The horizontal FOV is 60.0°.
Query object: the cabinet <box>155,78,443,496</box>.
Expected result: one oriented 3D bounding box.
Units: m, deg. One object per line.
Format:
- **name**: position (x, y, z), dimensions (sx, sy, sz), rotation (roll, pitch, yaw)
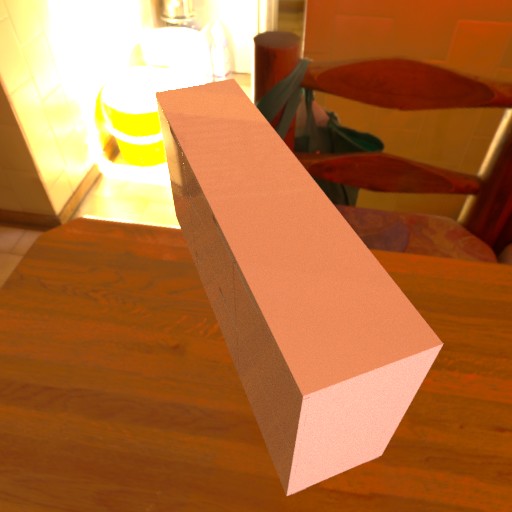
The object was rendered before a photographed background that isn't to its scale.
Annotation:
- **cabinet**: position (0.000, 0.000, 1.915), dimensions (0.400, 0.800, 1.650), rotation (-16, 48, -14)
